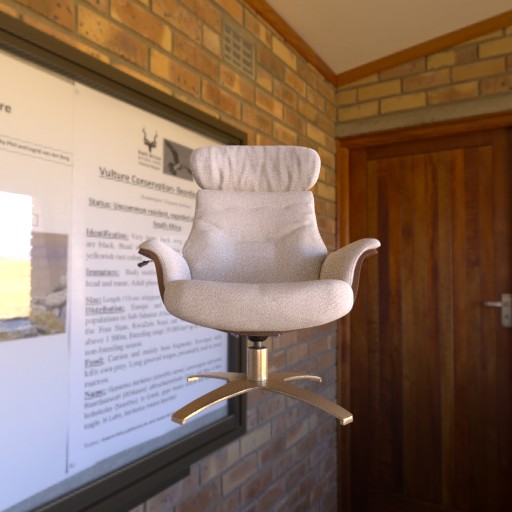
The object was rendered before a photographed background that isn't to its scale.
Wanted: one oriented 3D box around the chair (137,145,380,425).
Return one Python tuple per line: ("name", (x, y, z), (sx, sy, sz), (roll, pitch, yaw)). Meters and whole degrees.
("chair", (0.000, 0.000, 1.590), (0.785, 0.995, 0.837), (0, -2, -1))
